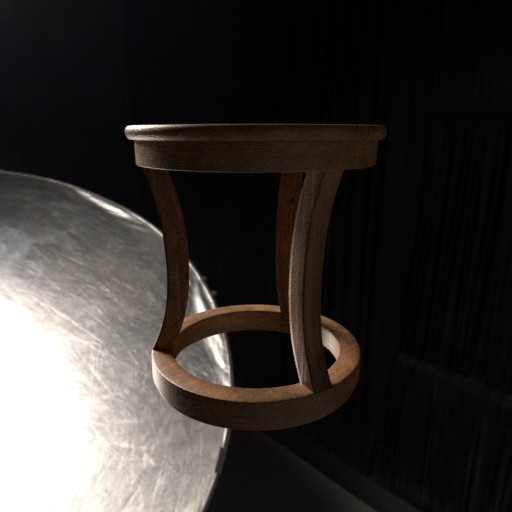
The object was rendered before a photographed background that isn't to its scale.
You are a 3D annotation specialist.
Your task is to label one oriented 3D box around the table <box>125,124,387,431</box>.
[{"bbox_3d":[0.000,0.000,0.819,0.432,0.460,0.432,0,16,0],"label":"table"}]
